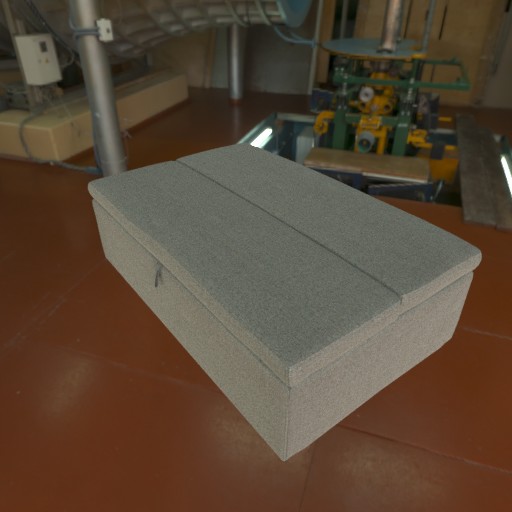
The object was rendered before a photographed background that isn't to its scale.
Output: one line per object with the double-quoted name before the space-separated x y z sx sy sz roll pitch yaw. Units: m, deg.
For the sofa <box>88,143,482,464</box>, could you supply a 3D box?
"sofa" 0.000 0.000 1.649 0.817 0.434 1.250 -23 39 -30
